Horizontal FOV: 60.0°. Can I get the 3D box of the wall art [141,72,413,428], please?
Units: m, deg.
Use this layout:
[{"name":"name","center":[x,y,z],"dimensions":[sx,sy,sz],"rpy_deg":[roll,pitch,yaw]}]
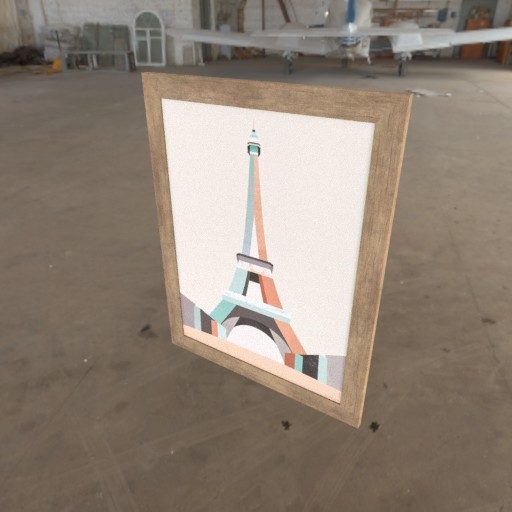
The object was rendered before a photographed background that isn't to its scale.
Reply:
[{"name":"wall art","center":[0.000,0.000,0.929],"dimensions":[0.534,0.686,0.018],"rpy_deg":[17,33,28]}]
